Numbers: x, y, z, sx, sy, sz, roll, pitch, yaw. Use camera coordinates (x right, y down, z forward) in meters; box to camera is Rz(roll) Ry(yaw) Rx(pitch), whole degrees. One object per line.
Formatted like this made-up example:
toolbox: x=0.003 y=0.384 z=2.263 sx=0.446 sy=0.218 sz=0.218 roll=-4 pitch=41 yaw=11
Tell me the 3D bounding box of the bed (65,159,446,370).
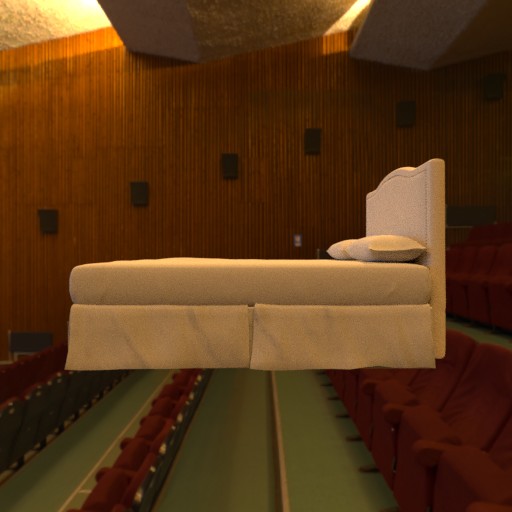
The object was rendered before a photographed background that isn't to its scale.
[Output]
bed: x=0.000 y=0.000 z=3.733 sx=2.477 sy=1.437 sz=1.977 roll=0 pitch=0 yaw=0
